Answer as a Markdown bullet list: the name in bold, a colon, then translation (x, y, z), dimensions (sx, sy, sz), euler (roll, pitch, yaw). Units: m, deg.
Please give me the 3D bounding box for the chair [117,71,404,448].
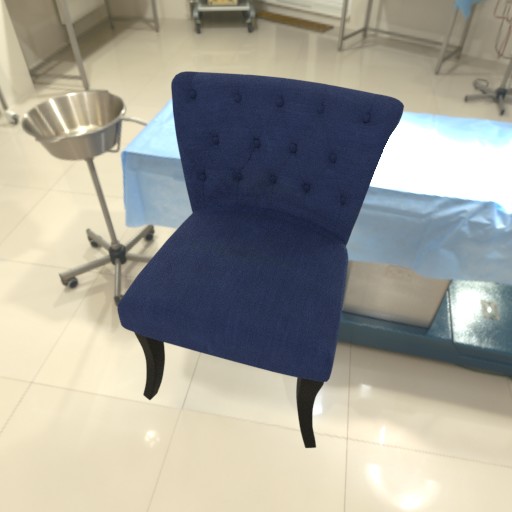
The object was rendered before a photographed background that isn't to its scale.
- **chair**: translation (0.000, 0.000, 1.188), dimensions (0.585, 0.753, 0.606), euler (12, 45, 13)
